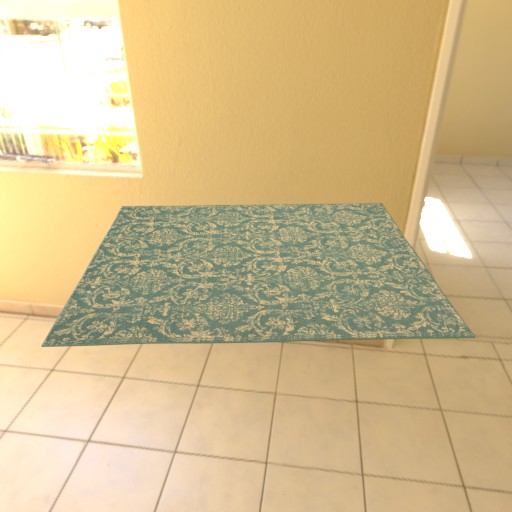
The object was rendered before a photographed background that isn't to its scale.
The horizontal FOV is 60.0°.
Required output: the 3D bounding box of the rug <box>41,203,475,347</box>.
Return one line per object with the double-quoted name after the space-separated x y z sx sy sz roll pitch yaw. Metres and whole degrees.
0.000 0.000 4.058 2.980 0.012 2.363 -1 30 -2 "rug"
